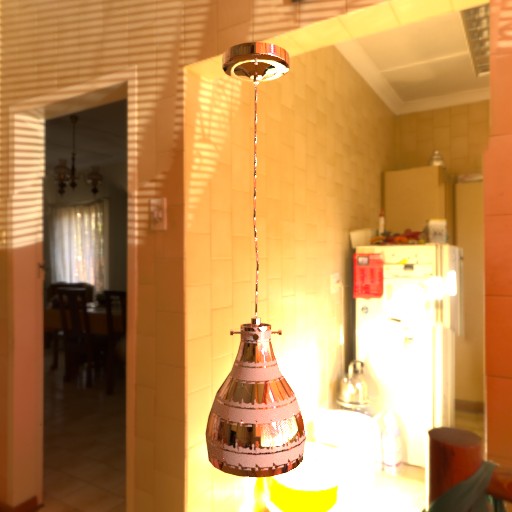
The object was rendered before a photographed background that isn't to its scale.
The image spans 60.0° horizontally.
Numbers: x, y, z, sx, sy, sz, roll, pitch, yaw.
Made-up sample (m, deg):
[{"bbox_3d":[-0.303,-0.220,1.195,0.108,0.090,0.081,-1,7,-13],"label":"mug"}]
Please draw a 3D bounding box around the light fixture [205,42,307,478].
[{"bbox_3d":[0.000,0.000,1.633,0.374,1.457,0.374,0,0,0],"label":"light fixture"}]
